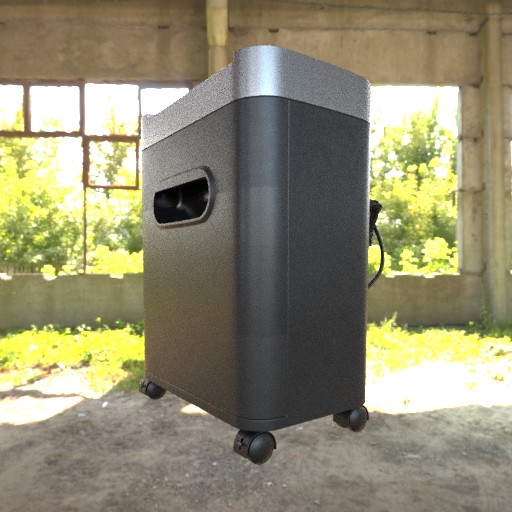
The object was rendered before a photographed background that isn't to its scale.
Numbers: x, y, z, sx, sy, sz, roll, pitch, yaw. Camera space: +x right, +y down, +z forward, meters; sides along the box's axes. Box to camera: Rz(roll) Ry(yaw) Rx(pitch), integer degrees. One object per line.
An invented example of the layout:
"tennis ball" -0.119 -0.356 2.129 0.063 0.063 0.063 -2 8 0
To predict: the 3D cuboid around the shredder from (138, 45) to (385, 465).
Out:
"shredder" 0.000 0.000 0.613 0.237 0.419 0.311 1 -1 -36
